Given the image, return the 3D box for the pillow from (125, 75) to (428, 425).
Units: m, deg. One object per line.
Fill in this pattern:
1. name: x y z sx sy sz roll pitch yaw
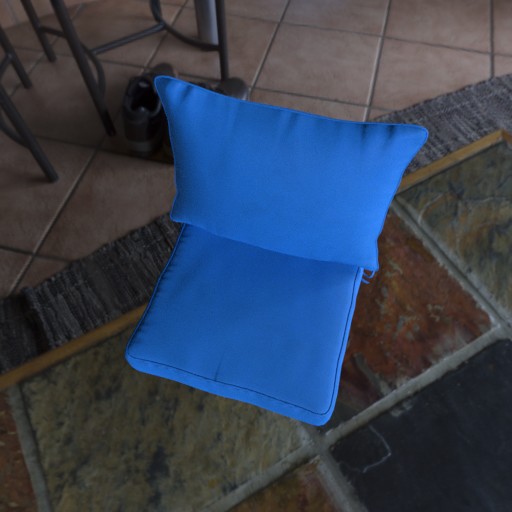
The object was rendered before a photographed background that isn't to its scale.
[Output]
1. pillow: 0.000 0.000 1.355 0.798 0.725 0.733 14 60 9
